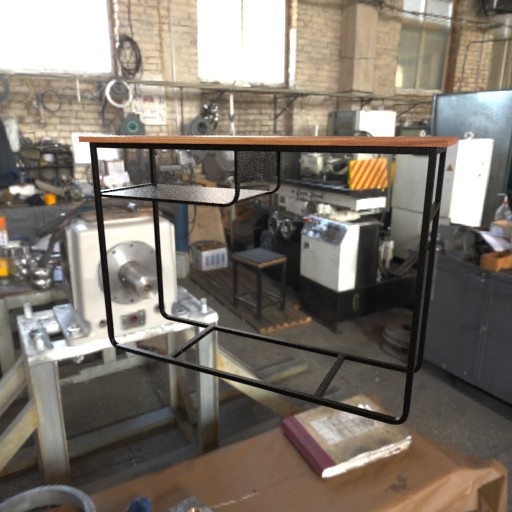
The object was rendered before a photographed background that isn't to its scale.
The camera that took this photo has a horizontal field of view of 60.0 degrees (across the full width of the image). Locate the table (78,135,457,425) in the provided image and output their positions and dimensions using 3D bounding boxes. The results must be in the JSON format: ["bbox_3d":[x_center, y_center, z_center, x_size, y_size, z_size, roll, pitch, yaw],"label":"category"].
[{"bbox_3d":[0.000,0.000,1.440,1.100,0.750,0.350,8,17,25],"label":"table"}]
